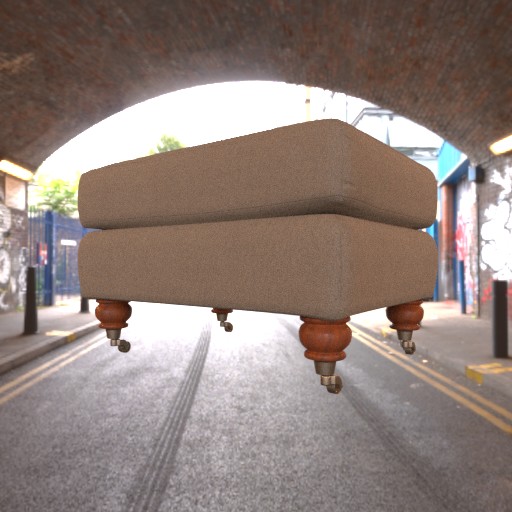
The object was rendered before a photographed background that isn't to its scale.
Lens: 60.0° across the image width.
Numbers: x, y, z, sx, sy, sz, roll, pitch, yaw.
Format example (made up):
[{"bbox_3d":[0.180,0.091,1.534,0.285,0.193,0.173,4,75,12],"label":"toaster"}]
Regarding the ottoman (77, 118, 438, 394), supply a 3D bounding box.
[{"bbox_3d":[0.000,0.000,1.128,0.773,0.504,0.569,-1,-1,37],"label":"ottoman"}]
